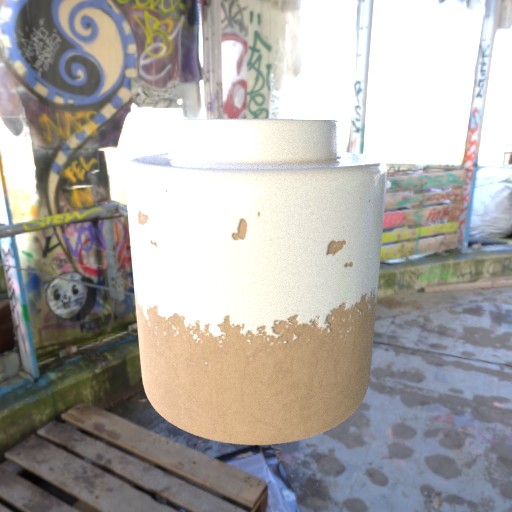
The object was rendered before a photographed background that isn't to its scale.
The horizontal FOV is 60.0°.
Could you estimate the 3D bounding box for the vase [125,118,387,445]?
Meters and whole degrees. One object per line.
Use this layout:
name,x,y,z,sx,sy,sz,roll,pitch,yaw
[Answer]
vase,0.000,0.000,0.283,0.153,0.167,0.153,0,17,0
